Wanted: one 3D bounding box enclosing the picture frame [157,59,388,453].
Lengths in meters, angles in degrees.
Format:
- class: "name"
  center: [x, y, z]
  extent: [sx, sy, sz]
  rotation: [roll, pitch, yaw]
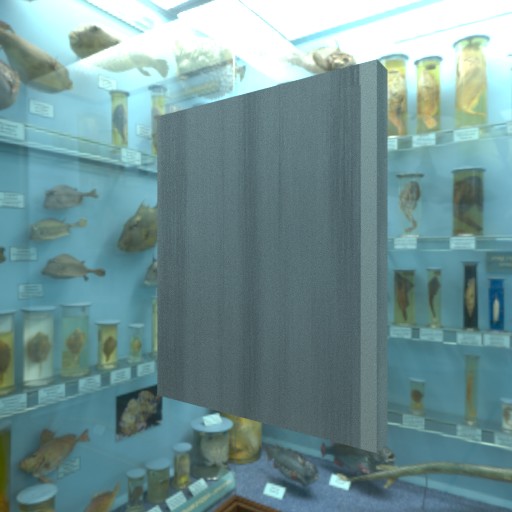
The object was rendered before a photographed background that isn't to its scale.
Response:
- class: "picture frame"
  center: [0.000, 0.000, 0.773]
  extent: [0.449, 0.555, 0.046]
  rotation: [0, 0, 35]
